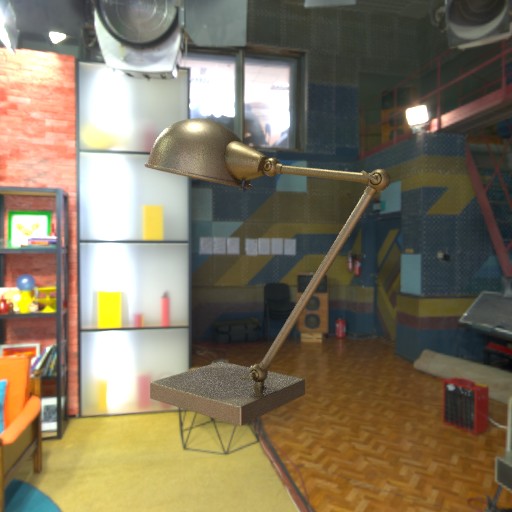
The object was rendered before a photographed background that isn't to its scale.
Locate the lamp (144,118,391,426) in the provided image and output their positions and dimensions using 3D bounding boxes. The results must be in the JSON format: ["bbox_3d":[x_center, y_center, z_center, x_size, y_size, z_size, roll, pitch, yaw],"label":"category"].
[{"bbox_3d":[0.000,0.000,0.551,0.339,0.371,0.149,0,1,38],"label":"lamp"}]
